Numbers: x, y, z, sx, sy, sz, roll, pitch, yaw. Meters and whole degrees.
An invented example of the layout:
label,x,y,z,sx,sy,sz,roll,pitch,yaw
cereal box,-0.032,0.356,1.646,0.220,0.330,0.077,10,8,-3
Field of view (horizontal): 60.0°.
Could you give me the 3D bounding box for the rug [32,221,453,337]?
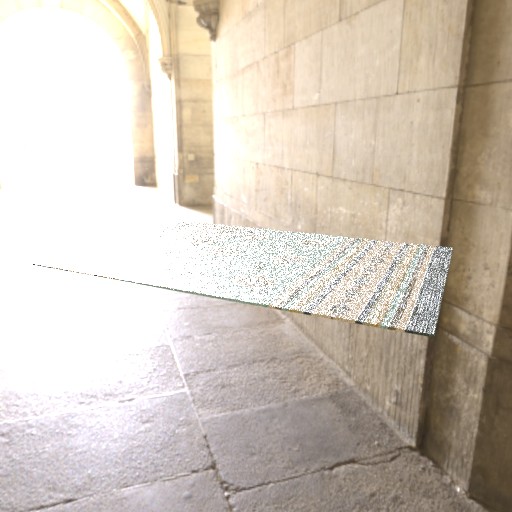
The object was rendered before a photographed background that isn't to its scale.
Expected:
label,x,y,z,sx,sy,sz,roll,pitch,yaw
rug,0.000,0.000,2.280,1.811,0.010,1.212,7,17,25
